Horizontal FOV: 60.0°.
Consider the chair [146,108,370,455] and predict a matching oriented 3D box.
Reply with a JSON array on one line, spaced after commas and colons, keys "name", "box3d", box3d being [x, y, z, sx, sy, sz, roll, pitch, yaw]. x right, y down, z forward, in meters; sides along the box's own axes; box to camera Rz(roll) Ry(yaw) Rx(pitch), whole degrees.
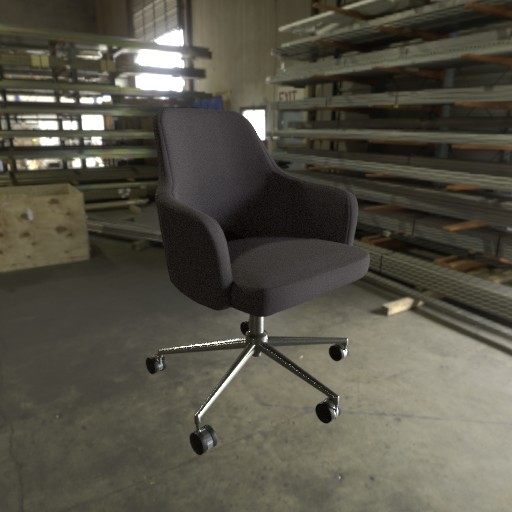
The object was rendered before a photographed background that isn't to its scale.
[{"name": "chair", "box3d": [0.000, 0.000, 1.272, 0.655, 0.820, 0.600, -15, 22, -42]}]
